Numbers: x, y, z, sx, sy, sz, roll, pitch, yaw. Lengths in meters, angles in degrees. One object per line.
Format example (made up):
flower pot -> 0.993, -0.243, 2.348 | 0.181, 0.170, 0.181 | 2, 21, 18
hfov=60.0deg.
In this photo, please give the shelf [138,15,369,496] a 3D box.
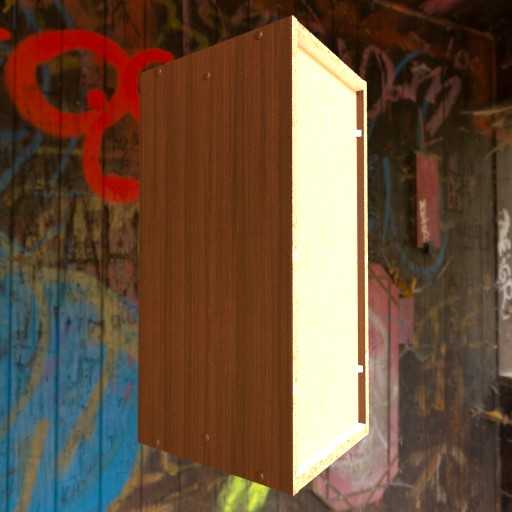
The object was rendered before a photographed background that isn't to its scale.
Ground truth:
shelf -> 0.000, 0.000, 0.739 | 0.290, 0.600, 0.253 | -1, -2, 35
